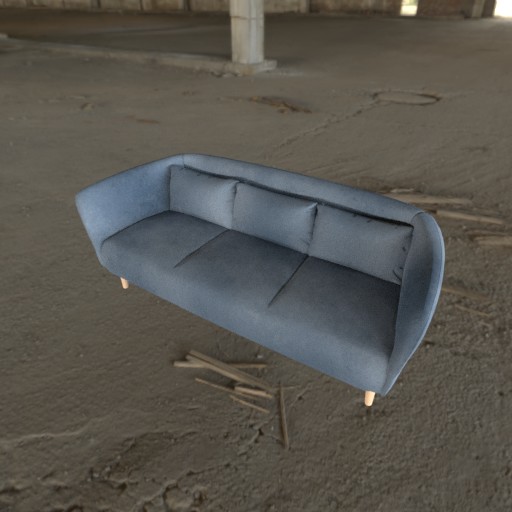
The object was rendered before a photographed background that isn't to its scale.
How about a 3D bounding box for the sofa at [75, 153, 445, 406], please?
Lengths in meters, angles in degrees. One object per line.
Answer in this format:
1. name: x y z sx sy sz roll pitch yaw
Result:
1. sofa: 0.000 0.000 2.570 2.095 0.795 0.849 20 36 29
